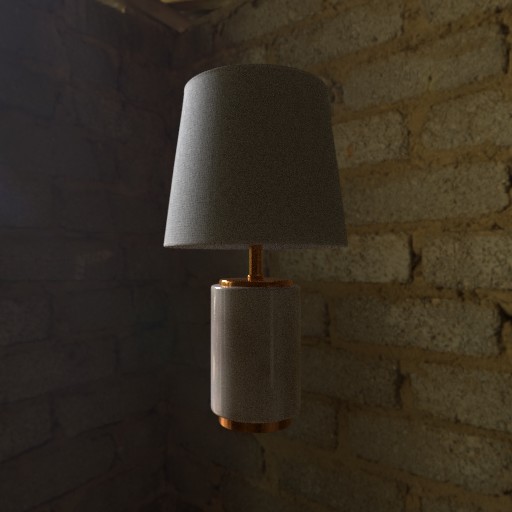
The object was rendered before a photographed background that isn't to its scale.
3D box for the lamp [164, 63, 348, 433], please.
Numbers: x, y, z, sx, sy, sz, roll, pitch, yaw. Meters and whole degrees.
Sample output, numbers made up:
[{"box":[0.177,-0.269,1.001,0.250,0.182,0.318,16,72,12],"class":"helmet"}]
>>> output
[{"box":[0.000,0.000,0.465,0.189,0.340,0.189,0,0,0],"class":"lamp"}]
